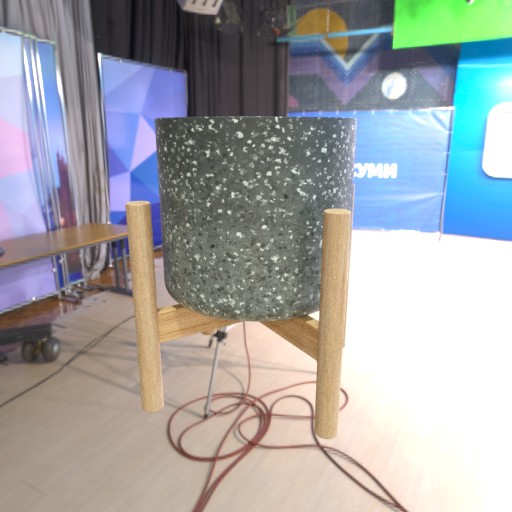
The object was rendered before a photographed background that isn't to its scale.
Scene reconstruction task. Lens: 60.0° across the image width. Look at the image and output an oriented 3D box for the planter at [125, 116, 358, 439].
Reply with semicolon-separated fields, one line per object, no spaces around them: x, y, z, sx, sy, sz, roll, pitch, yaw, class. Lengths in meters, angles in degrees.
0.000;0.000;0.541;0.284;0.320;0.284;-3;16;-9;planter
